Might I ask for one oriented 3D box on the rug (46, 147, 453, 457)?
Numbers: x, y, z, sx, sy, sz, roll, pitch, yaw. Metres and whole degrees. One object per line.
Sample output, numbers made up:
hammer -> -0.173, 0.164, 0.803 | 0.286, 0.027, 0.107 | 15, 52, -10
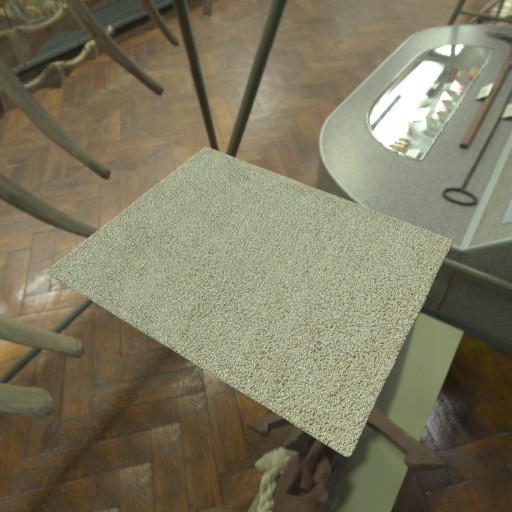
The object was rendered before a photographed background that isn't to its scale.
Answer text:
rug -> 0.000, 0.000, 4.206 | 3.047, 0.029, 2.438 | 25, 52, 22
